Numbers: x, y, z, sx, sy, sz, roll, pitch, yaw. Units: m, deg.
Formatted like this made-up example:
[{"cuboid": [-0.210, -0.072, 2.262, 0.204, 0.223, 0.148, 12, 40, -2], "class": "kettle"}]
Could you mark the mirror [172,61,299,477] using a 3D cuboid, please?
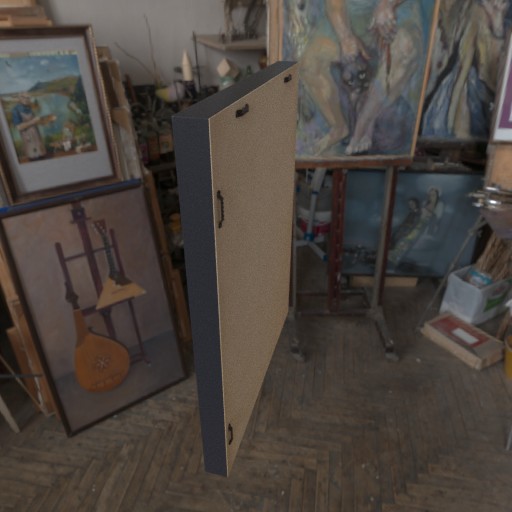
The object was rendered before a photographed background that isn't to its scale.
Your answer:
[{"cuboid": [0.000, 0.000, 0.683, 0.041, 0.508, 0.405, 8, 31, 14], "class": "mirror"}]
